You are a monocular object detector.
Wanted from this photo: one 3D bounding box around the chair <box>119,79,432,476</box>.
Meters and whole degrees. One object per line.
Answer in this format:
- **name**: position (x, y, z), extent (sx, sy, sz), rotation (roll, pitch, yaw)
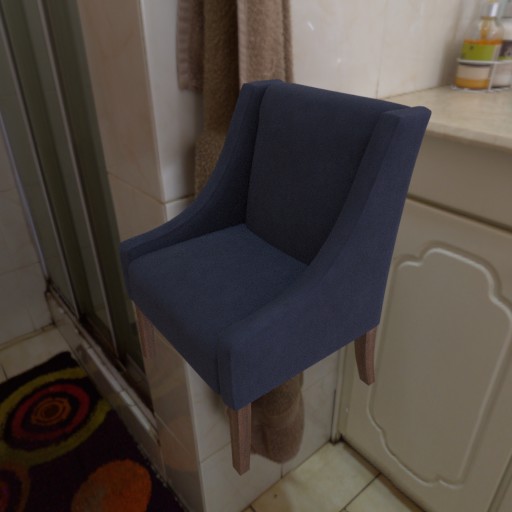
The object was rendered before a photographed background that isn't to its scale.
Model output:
- **chair**: position (0.000, 0.000, 1.330), extent (0.629, 0.895, 0.629), rotation (-21, 36, -32)
